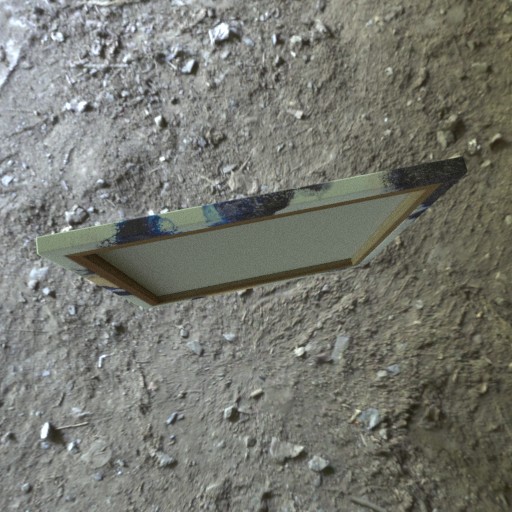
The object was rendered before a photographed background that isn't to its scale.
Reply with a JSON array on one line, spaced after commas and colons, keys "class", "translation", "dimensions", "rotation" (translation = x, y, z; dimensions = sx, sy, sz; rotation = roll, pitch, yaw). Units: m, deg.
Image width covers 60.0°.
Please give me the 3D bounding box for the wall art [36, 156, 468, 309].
[{"class": "wall art", "translation": [0.000, 0.000, 1.326], "dimensions": [0.887, 0.885, 0.038], "rotation": [-11, 76, -3]}]
